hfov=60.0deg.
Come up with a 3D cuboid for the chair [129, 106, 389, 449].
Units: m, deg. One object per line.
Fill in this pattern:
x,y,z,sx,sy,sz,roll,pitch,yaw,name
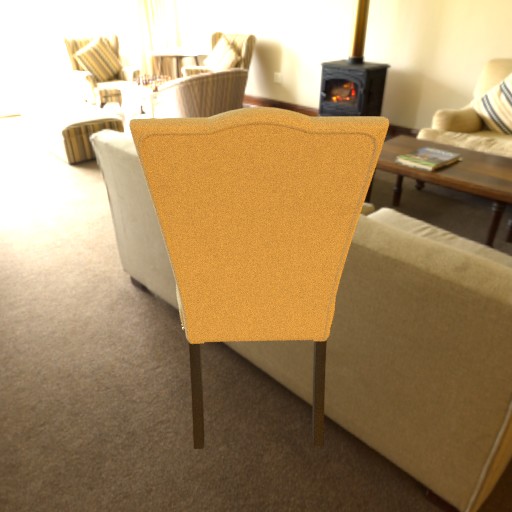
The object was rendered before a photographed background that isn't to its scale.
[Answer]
0.000,0.000,1.287,0.518,0.946,0.589,-1,31,-1,chair
